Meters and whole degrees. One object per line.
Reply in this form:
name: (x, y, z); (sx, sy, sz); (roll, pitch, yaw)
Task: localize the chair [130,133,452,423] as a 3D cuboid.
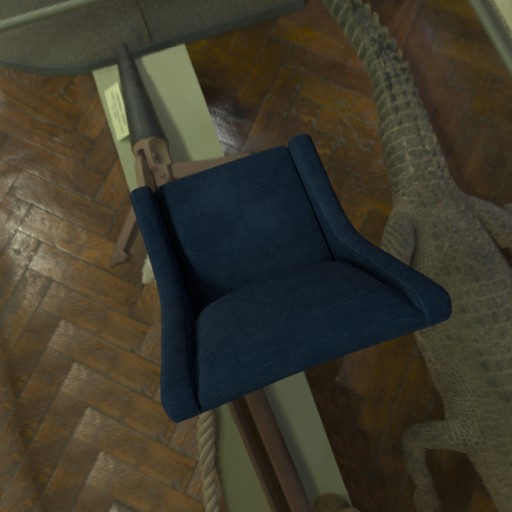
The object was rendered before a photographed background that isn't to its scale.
chair: (0.000, 0.000, 1.638); (0.774, 1.014, 0.870); (-20, 76, -5)
